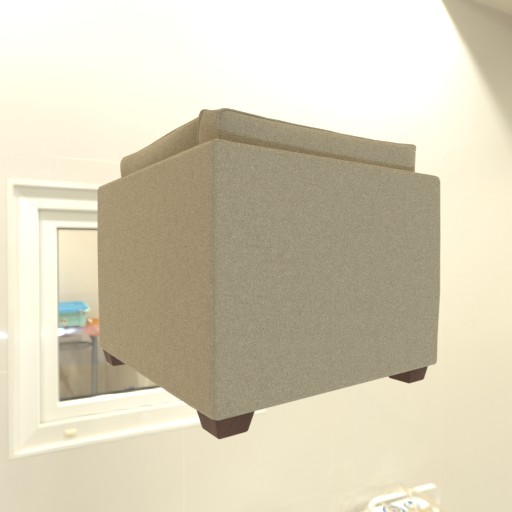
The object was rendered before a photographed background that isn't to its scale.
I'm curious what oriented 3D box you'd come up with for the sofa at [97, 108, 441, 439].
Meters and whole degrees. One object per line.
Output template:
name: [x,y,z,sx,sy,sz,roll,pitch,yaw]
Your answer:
sofa: [0.000,0.000,1.951,1.084,1.002,1.146,-1,1,-35]
